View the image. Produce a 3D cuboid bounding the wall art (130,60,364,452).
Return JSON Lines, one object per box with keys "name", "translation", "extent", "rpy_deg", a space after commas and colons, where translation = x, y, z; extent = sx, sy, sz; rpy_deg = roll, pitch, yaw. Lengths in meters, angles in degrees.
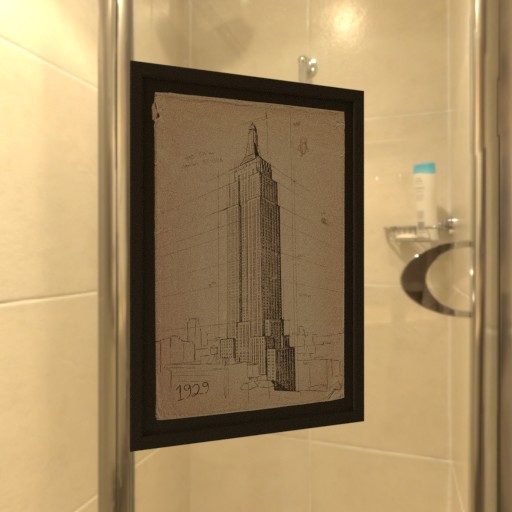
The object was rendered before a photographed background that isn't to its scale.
{"name": "wall art", "translation": [0.000, 0.000, 0.823], "extent": [0.451, 0.661, 0.012], "rpy_deg": [0, 0, -18]}
